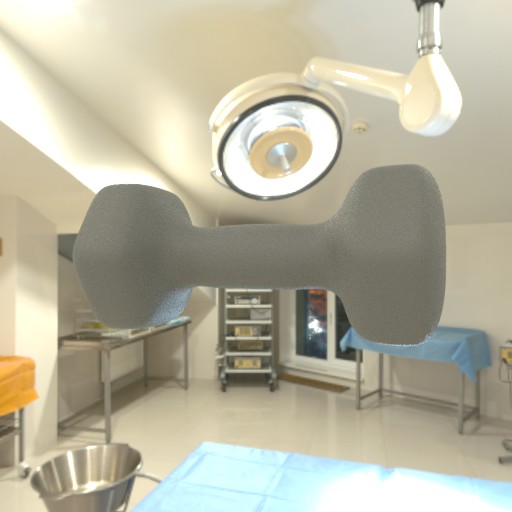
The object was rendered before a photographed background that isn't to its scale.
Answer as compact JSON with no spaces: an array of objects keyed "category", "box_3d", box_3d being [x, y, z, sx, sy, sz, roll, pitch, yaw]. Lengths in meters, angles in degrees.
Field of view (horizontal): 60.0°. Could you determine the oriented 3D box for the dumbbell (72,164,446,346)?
[{"category":"dumbbell","box_3d":[0.000,0.000,0.234,0.184,0.081,0.090,0,-1,20]}]
